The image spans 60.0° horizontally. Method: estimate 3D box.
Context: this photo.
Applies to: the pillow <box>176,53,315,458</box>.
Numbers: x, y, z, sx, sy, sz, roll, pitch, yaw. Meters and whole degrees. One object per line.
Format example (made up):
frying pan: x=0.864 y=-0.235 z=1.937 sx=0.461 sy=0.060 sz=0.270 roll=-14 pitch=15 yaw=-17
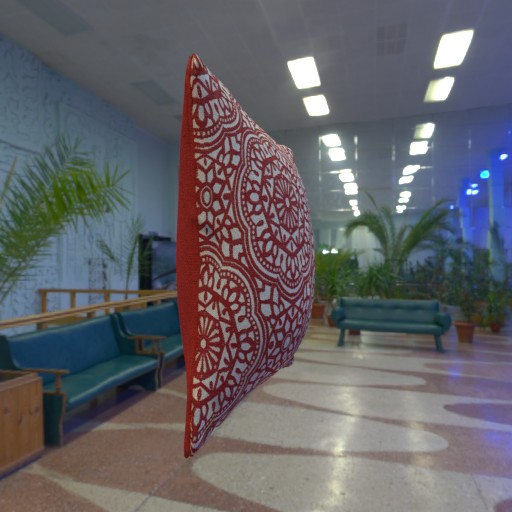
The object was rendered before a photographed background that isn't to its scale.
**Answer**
pillow: x=0.000 y=0.000 z=0.662 sx=0.162 sy=0.419 sz=0.438 roll=0 pitch=-1 yaw=18
